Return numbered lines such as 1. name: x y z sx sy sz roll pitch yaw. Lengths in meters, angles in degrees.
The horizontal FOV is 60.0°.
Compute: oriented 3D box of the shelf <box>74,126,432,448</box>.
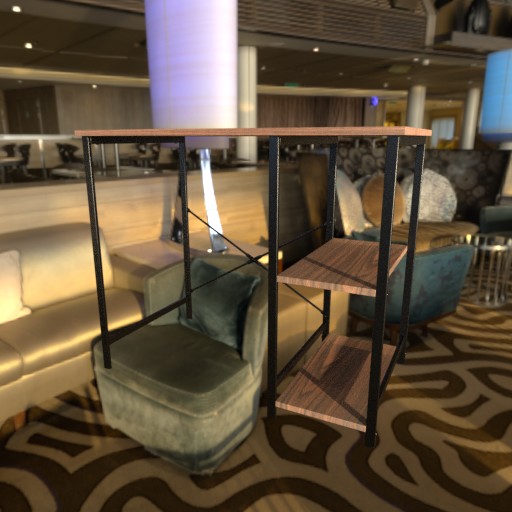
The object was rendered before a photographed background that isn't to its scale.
1. shelf: 0.000 0.000 1.372 0.902 0.750 0.498 7 17 26
